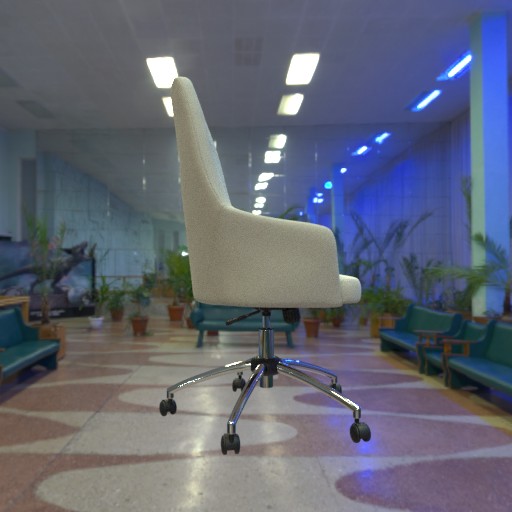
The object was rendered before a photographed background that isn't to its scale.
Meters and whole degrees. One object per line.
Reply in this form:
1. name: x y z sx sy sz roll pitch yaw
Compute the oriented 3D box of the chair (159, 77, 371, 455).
1. chair: 0.000 0.000 1.454 0.640 1.049 0.620 0 -1 0
